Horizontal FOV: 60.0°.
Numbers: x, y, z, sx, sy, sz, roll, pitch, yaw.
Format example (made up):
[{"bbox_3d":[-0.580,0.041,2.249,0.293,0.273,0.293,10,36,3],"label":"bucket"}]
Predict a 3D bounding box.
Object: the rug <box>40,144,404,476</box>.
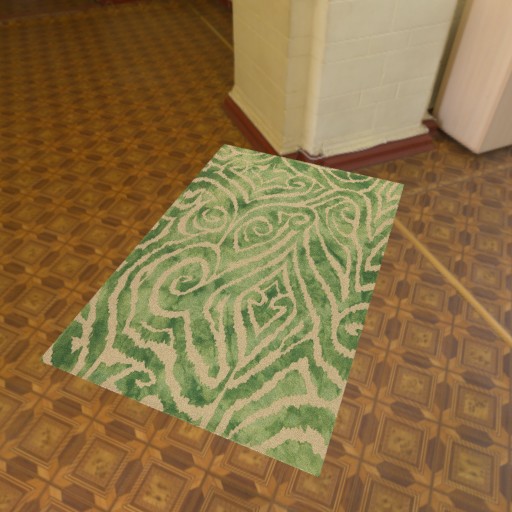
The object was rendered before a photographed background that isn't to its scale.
[{"bbox_3d":[0.000,0.000,2.293,1.220,0.006,1.826,16,48,15],"label":"rug"}]
